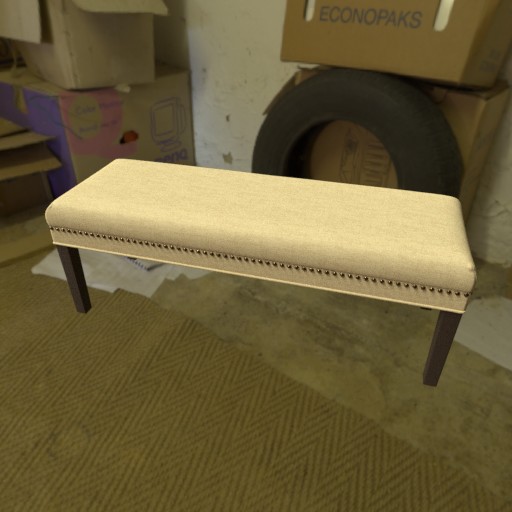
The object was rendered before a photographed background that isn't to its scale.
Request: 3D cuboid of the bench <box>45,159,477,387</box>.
[{"bbox_3d":[0.000,0.000,1.453,1.219,0.457,0.410,9,34,13],"label":"bench"}]
